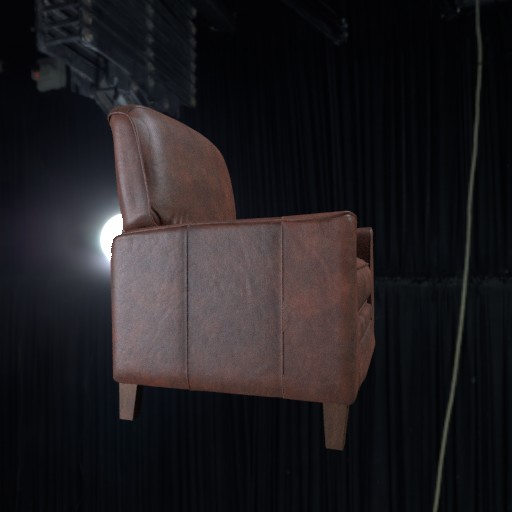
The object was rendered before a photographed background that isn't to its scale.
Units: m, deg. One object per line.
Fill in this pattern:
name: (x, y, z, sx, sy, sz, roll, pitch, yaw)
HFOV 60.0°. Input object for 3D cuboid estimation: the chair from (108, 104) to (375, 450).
chair: (0.000, 0.000, 1.651, 0.836, 1.043, 0.843, 0, 0, 18)
